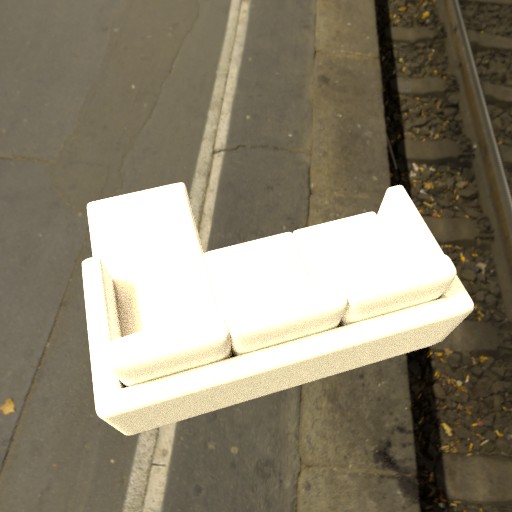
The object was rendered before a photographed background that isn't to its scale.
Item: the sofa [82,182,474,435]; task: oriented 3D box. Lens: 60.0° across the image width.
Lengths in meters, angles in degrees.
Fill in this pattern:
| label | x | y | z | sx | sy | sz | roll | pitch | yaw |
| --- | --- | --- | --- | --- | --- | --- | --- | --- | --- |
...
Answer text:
| label | x | y | z | sx | sy | sz | roll | pitch | yaw |
| --- | --- | --- | --- | --- | --- | --- | --- | --- | --- |
| sofa | 0.000 | 0.000 | 2.817 | 2.029 | 0.899 | 1.580 | -14 | 60 | -8 |
